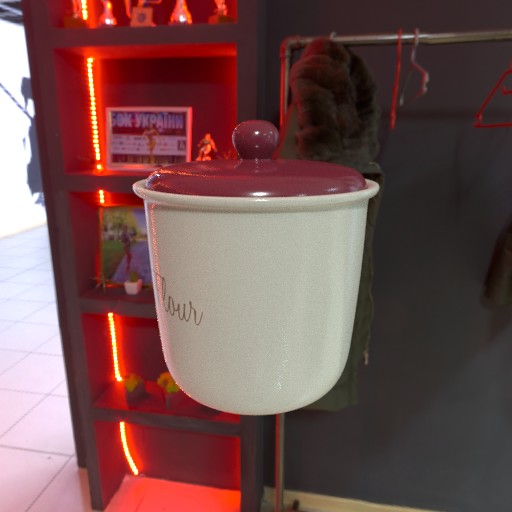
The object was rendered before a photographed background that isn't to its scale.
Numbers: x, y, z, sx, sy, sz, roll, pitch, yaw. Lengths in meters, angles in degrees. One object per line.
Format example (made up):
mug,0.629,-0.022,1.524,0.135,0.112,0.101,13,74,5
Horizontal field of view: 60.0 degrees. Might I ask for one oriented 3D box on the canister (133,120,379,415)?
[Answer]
canister,0.000,0.000,0.354,0.182,0.208,0.182,0,16,0
